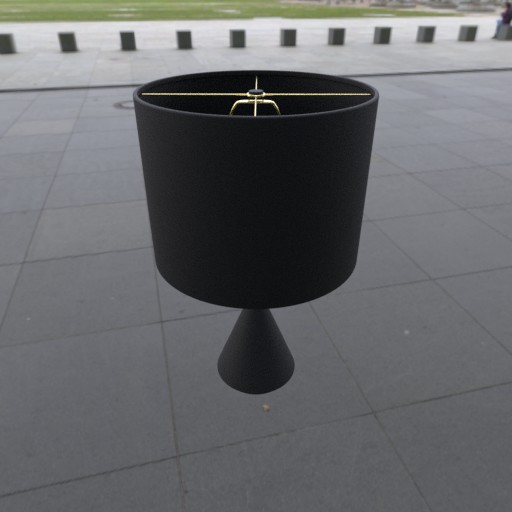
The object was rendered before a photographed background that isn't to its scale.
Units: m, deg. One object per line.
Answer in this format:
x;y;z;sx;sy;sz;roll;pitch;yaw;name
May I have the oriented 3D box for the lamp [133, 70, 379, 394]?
0.000;0.000;0.811;0.359;0.584;0.359;0;31;0;lamp
